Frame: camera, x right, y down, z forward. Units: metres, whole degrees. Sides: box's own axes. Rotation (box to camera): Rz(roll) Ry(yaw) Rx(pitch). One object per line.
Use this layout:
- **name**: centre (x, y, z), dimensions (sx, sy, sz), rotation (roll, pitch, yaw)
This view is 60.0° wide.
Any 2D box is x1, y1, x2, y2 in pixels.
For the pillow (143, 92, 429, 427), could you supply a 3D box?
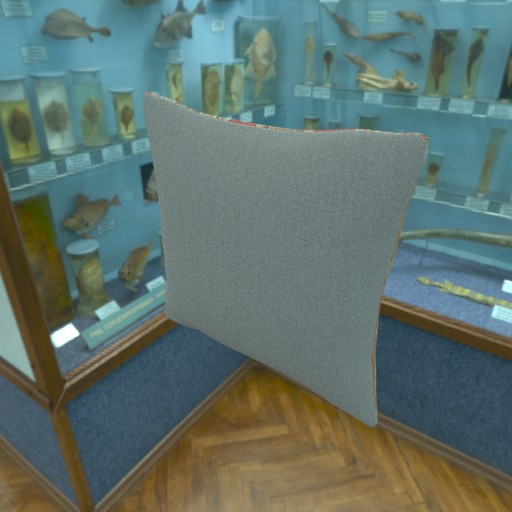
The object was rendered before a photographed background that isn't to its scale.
- **pillow**: centre (0.000, 0.000, 0.650), dimensions (0.437, 0.419, 0.136), rotation (21, 35, 32)
